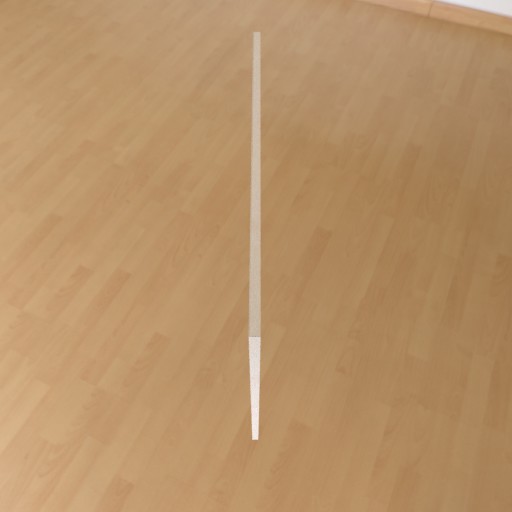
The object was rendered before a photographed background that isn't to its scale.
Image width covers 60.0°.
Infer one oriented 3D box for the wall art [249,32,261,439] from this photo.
[{"bbox_3d":[0.000,0.000,0.889,0.013,0.584,0.584,0,57,0],"label":"wall art"}]
